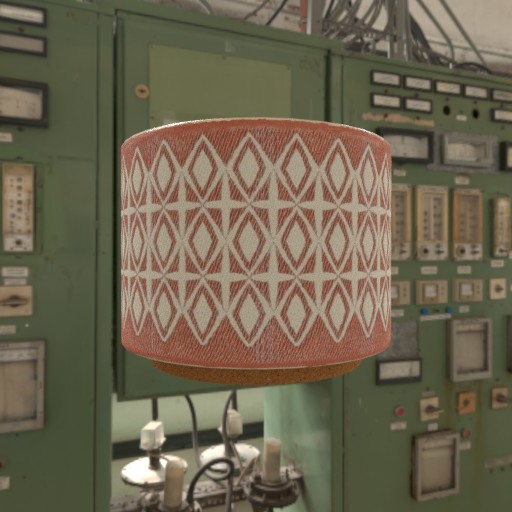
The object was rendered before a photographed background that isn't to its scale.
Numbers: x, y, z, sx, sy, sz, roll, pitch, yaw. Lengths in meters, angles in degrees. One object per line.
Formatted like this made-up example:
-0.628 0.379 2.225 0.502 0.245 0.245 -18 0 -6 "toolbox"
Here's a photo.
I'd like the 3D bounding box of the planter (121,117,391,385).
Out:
0.000 0.000 0.329 0.192 0.148 0.192 0 0 0 "planter"
